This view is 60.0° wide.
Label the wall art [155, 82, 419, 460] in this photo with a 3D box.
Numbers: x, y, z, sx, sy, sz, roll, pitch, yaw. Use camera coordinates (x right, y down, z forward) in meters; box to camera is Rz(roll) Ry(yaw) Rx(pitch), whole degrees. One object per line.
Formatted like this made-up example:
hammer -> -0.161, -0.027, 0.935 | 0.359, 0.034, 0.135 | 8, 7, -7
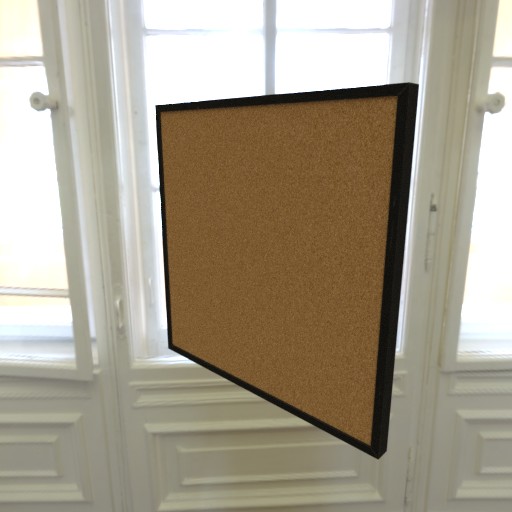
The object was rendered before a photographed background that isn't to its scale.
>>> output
wall art -> 0.000, 0.000, 1.122 | 0.761, 0.761, 0.037 | 14, 20, 42
